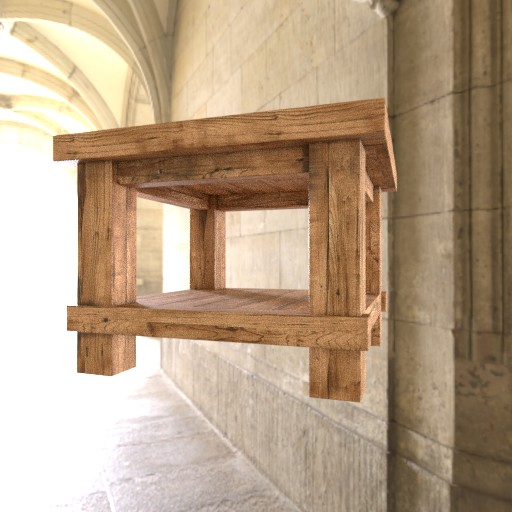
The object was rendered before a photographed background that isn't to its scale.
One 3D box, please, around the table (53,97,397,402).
[{"bbox_3d":[0.000,0.000,1.032,0.610,0.457,0.610,0,0,19],"label":"table"}]
